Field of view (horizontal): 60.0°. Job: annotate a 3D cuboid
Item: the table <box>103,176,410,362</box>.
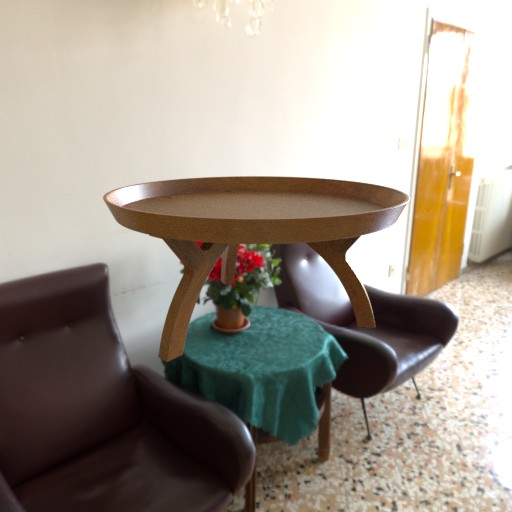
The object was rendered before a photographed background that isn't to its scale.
[{"bbox_3d":[0.000,0.000,1.607,1.016,0.470,1.016,0,16,0],"label":"table"}]
